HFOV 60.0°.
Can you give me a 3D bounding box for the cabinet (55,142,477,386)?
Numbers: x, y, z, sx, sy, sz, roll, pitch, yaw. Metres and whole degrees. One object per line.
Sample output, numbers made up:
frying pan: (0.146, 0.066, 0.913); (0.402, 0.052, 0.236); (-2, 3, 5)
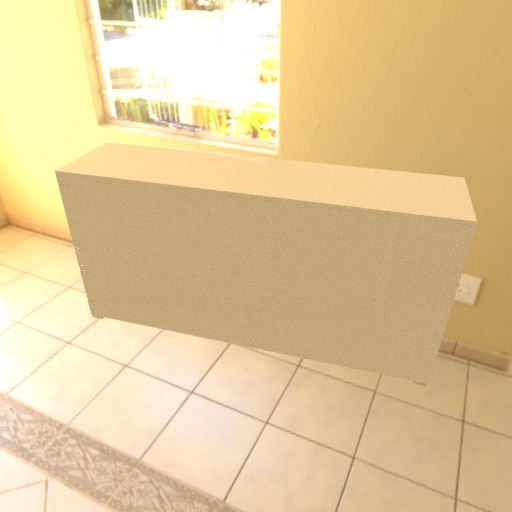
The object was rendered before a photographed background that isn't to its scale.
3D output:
cabinet: (0.000, 0.000, 2.046); (1.650, 0.800, 0.400); (9, 33, 14)
